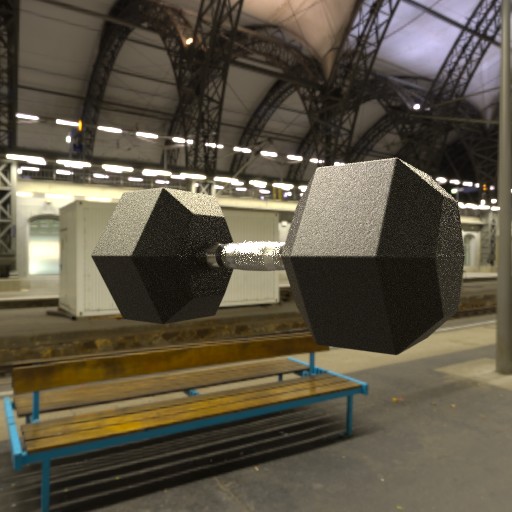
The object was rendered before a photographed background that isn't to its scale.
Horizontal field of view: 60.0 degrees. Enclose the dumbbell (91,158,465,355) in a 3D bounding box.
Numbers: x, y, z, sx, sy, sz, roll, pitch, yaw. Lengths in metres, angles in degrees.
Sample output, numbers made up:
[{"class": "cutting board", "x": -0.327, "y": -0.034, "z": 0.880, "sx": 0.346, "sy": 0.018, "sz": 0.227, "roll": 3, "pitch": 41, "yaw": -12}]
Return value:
[{"class": "dumbbell", "x": 0.000, "y": 0.000, "z": 0.329, "sx": 0.271, "sy": 0.106, "sz": 0.122, "roll": 0, "pitch": 0, "yaw": 36}]
